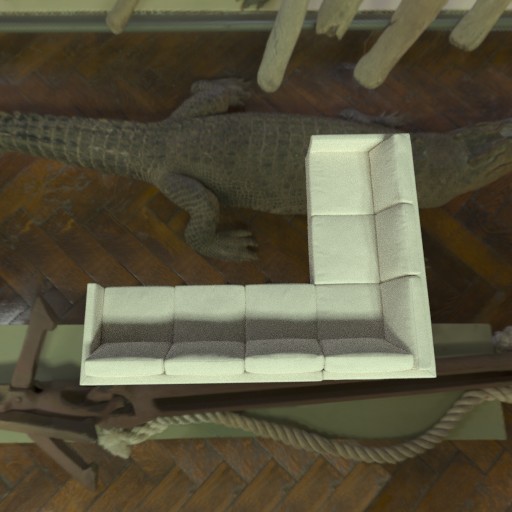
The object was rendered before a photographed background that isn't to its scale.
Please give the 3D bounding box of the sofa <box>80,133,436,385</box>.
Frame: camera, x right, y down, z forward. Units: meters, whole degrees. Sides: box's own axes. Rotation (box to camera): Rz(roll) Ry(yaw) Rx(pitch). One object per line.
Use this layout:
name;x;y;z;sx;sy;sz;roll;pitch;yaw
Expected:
sofa;0.000;0.000;4.451;3.182;0.863;2.432;-1;76;0
